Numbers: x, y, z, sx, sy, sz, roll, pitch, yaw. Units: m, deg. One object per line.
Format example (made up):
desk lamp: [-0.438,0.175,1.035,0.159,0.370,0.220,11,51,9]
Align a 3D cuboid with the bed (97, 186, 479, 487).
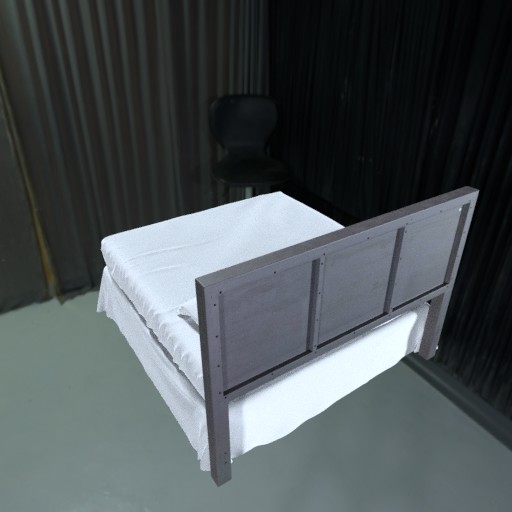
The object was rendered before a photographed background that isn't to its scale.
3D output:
bed: [0.000,0.000,2.837,1.772,1.142,1.785,-19,35,-29]
